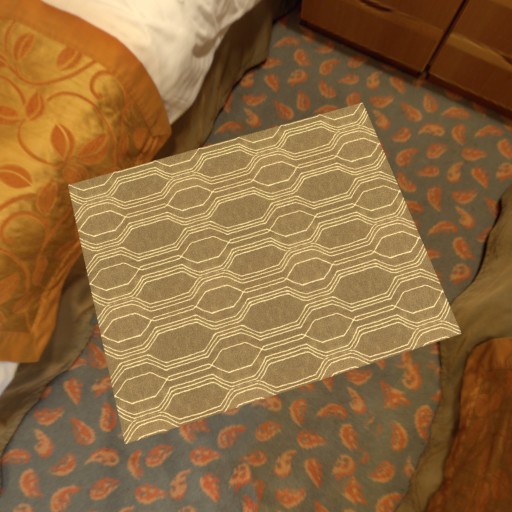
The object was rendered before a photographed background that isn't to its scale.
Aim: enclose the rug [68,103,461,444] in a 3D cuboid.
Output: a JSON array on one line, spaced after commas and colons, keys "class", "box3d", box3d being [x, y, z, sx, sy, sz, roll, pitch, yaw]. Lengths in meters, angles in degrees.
[{"class": "rug", "box3d": [0.000, 0.000, 4.125, 3.062, 0.012, 2.457, -17, 76, -4]}]
